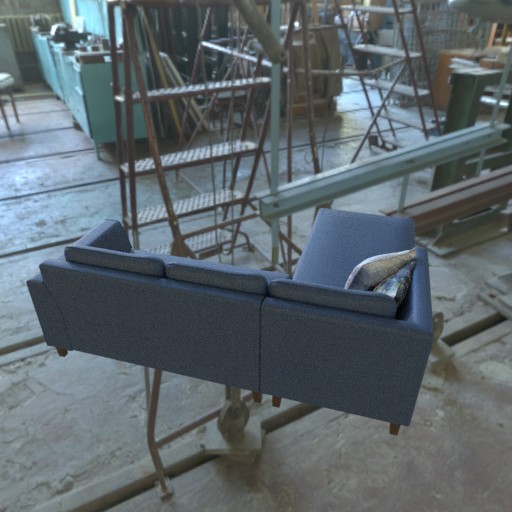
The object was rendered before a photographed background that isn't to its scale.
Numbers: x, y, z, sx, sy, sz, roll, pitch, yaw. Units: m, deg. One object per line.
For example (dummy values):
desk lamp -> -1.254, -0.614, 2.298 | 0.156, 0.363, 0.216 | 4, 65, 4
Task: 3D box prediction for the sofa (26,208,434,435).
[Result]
sofa -> 0.000, 0.000, 3.045 | 2.120, 0.787, 1.829 | 9, 33, 14
